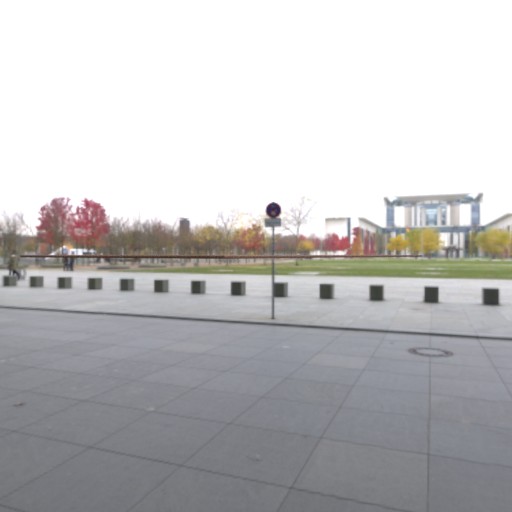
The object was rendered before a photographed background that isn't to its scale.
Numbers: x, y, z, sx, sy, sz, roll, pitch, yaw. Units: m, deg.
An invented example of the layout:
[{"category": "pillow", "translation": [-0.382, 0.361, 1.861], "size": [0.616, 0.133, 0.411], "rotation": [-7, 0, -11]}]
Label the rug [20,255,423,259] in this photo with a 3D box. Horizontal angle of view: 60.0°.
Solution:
[{"category": "rug", "translation": [0.000, 0.000, 3.029], "size": [1.524, 0.014, 2.438], "rotation": [0, 0, 37]}]
